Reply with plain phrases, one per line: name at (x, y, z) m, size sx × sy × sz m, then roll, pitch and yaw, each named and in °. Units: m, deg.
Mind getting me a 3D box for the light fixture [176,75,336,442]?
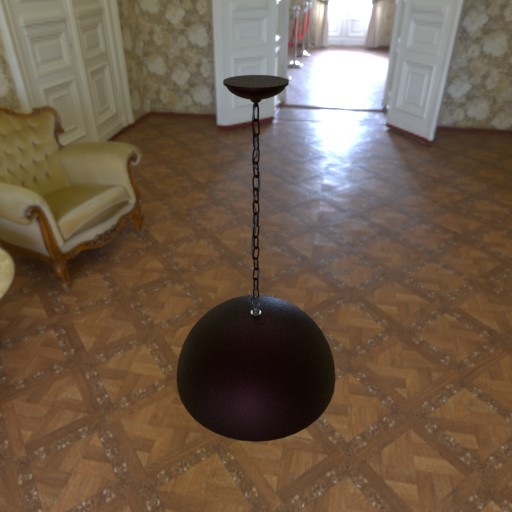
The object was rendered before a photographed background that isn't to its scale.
light fixture at (0.000, 0.000, 1.164) m, size 0.492 × 0.869 × 0.492 m, roll -21°, pitch 37°, yaw -30°
